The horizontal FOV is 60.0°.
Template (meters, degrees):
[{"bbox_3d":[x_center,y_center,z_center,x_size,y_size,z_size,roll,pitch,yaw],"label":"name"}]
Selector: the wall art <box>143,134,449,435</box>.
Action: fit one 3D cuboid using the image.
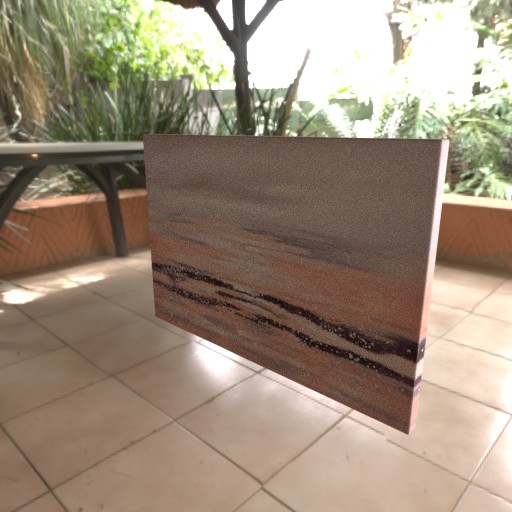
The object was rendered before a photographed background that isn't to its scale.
[{"bbox_3d":[0.000,0.000,1.165,0.913,0.609,0.038,14,22,40],"label":"wall art"}]
